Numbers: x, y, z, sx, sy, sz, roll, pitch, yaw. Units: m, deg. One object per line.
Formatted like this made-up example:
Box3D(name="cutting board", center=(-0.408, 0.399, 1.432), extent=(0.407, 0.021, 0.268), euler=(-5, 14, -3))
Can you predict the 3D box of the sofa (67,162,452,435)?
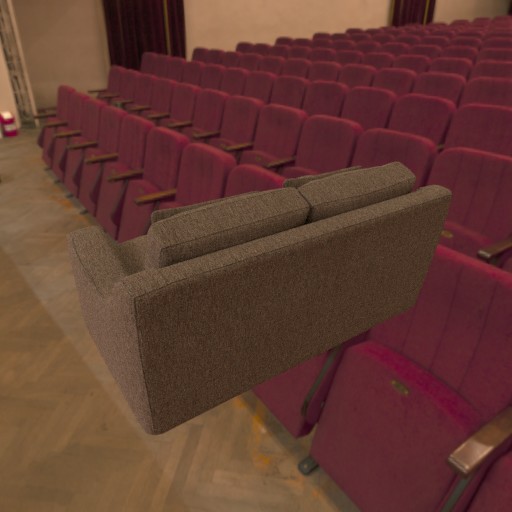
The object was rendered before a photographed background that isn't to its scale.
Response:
Box3D(name="sofa", center=(0.000, 0.000, 2.421), extent=(1.778, 0.991, 1.120), euler=(-18, 33, -29))
